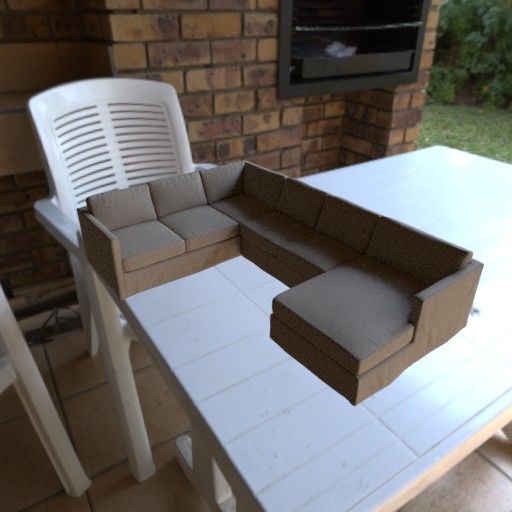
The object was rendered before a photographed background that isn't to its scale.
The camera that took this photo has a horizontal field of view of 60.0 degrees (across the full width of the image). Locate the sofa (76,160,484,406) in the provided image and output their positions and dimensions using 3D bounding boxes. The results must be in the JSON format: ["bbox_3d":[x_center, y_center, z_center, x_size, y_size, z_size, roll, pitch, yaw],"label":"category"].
[{"bbox_3d":[0.000,0.000,4.512,2.427,0.882,3.460,-21,35,-32],"label":"sofa"}]
